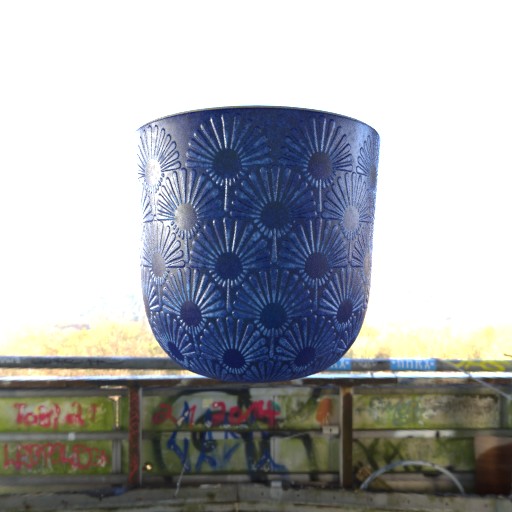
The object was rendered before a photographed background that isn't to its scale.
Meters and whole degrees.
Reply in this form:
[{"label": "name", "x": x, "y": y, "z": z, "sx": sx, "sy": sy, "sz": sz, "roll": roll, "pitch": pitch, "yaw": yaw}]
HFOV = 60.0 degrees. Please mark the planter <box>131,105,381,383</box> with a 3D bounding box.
[{"label": "planter", "x": 0.000, "y": 0.000, "z": 0.379, "sx": 0.206, "sy": 0.190, "sz": 0.206, "roll": 0, "pitch": 0, "yaw": 0}]
